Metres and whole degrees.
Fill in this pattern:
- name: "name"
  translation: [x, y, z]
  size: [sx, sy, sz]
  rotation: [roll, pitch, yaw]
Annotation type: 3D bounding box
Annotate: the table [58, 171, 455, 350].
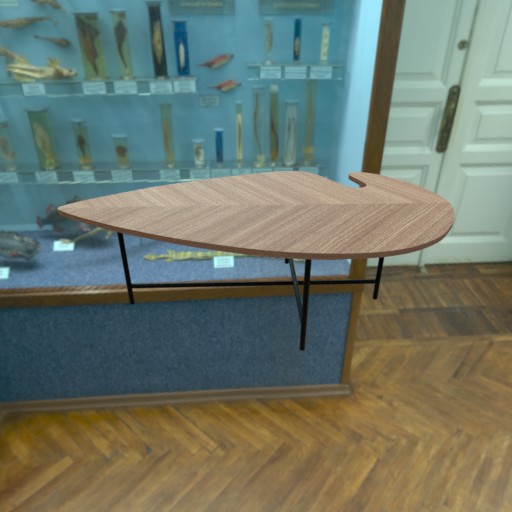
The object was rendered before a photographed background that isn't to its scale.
- name: "table"
  translation: [0.000, 0.000, 1.446]
  size: [1.199, 0.360, 0.598]
  rotation: [-1, 31, -2]
